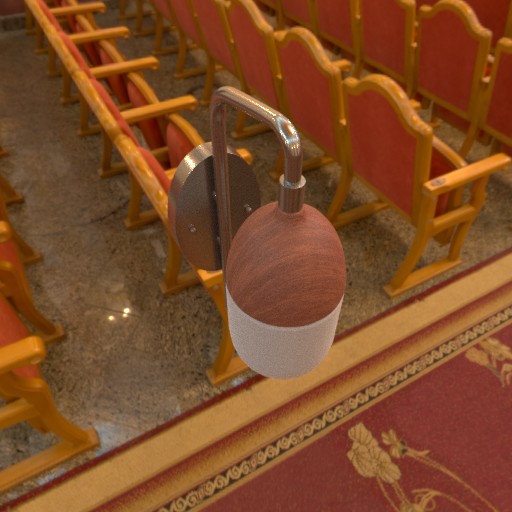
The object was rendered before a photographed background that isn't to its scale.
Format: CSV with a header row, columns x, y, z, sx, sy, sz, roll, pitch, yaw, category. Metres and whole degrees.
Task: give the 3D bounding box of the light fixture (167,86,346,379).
x,y,z,sx,sy,sz,roll,pitch,yaw,category
0.000,0.000,0.446,0.108,0.343,0.216,-22,51,-19,light fixture
